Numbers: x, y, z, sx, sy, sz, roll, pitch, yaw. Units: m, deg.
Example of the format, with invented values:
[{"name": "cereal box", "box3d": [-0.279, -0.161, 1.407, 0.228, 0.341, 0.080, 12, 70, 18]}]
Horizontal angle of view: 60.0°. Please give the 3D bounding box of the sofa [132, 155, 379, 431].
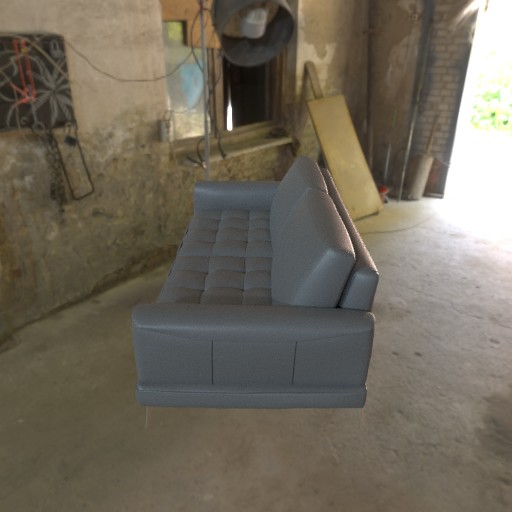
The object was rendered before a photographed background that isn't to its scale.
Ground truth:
[{"name": "sofa", "box3d": [0.000, 0.000, 2.878, 1.121, 0.930, 2.177, 0, 26, 1]}]
